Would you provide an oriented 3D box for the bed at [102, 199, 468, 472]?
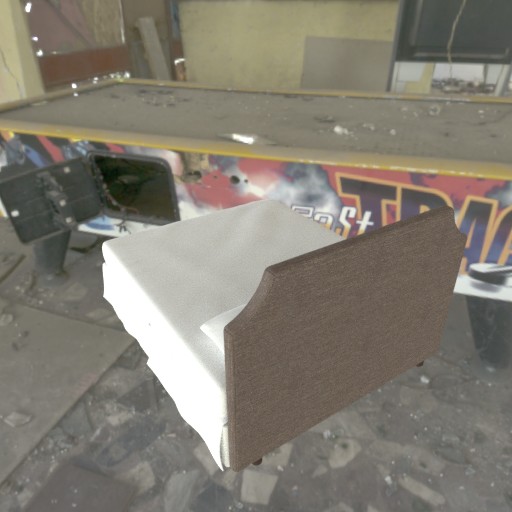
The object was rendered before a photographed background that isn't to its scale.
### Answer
[{"bbox_3d":[0.000,0.000,4.206,2.350,1.590,2.773,-18,34,-29],"label":"bed"}]
